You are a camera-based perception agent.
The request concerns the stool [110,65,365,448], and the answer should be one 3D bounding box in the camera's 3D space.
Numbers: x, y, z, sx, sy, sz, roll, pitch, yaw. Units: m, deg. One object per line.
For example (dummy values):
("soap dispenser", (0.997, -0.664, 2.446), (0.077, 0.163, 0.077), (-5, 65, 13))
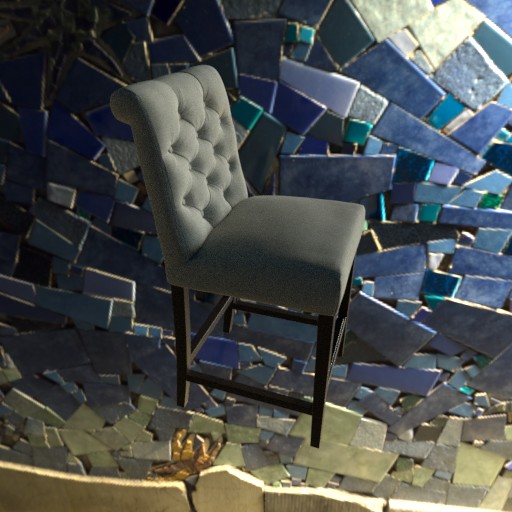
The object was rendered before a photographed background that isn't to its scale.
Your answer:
("stool", (0.000, 0.000, 1.385), (0.601, 1.040, 0.493), (10, 32, 16))
